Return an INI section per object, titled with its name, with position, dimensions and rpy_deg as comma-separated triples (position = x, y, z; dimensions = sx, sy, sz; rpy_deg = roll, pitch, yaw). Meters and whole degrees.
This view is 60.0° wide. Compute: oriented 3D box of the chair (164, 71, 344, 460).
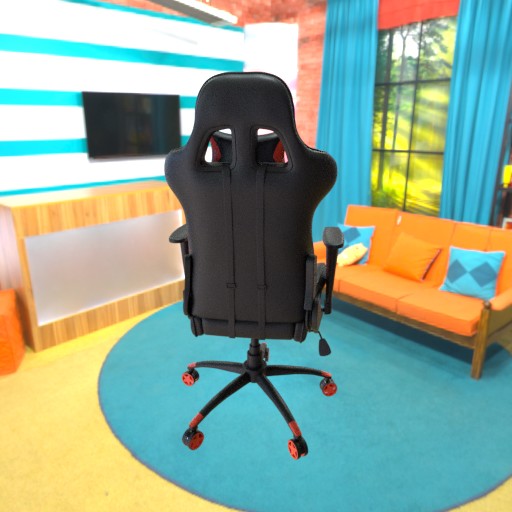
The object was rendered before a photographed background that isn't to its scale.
[chair]
position = 0.000, 0.000, 1.730
dimensions = 0.695, 1.282, 0.730
rpy_deg = 2, 17, 7
